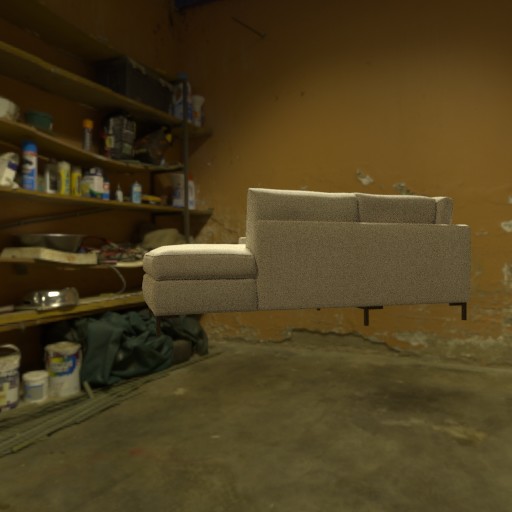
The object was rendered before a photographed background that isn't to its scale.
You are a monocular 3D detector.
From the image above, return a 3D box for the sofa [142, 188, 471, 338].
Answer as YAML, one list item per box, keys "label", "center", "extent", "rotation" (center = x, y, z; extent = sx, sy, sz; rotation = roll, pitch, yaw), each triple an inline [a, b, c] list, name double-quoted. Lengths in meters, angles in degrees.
- label: "sofa"
  center: [0.000, 0.000, 3.646]
  extent: [1.879, 0.756, 2.737]
  rotation: [0, 1, -17]
